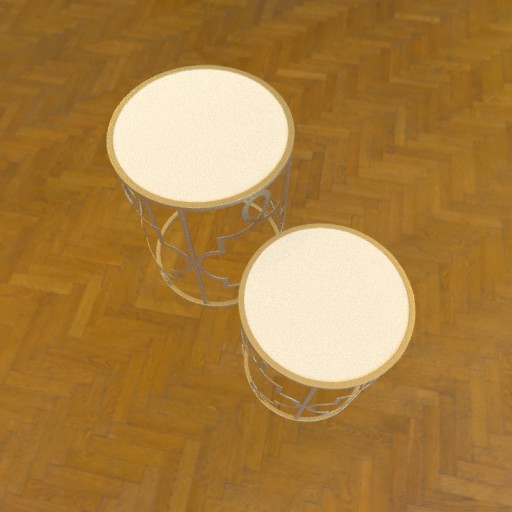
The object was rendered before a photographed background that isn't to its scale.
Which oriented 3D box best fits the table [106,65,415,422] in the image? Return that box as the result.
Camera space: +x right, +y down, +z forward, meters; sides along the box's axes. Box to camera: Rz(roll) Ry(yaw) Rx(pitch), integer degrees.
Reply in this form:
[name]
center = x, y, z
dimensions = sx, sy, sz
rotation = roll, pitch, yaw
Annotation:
[table]
center = 0.000, 0.000, 1.166
dimensions = 0.420, 0.564, 0.846
rotation = -32, 67, -15
